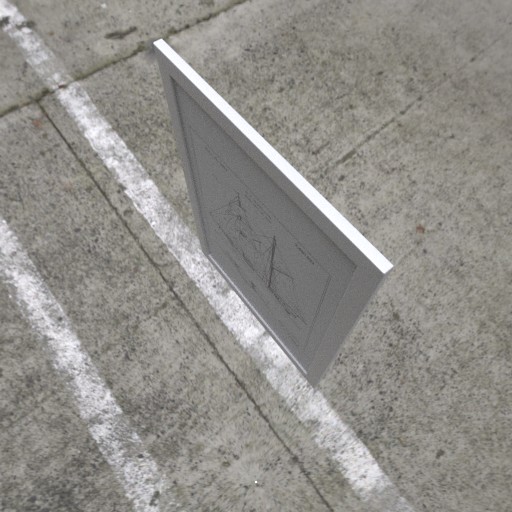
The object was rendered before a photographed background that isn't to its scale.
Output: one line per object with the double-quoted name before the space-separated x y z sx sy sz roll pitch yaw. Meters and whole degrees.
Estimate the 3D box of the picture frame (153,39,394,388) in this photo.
"picture frame" 0.000 0.000 0.693 0.012 0.534 0.381 -35 68 -16
